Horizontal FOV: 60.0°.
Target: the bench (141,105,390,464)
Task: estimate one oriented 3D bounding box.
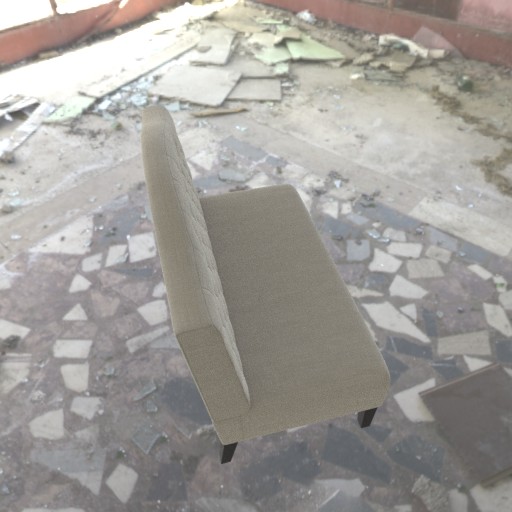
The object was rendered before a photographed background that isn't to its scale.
[{"bbox_3d":[0.000,0.000,2.024,0.815,1.180,1.335,-10,46,-10],"label":"bench"}]
